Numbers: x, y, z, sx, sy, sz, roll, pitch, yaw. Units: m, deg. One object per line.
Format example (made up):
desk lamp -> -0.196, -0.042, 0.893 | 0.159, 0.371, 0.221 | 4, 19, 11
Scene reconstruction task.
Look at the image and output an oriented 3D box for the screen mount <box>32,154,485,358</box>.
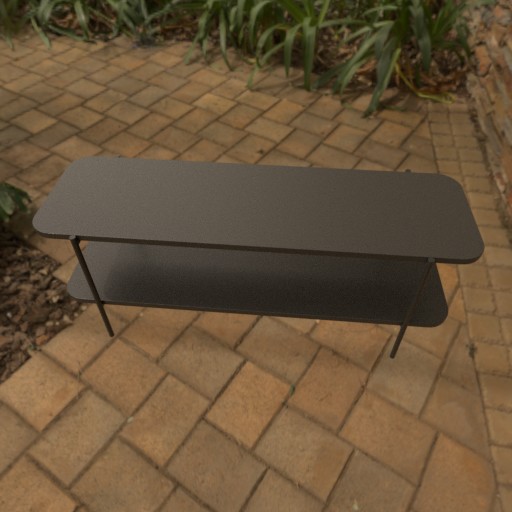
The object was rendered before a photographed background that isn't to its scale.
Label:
screen mount -> 0.000, 0.000, 1.421 | 1.200, 0.447, 0.400 | 4, 46, 4
